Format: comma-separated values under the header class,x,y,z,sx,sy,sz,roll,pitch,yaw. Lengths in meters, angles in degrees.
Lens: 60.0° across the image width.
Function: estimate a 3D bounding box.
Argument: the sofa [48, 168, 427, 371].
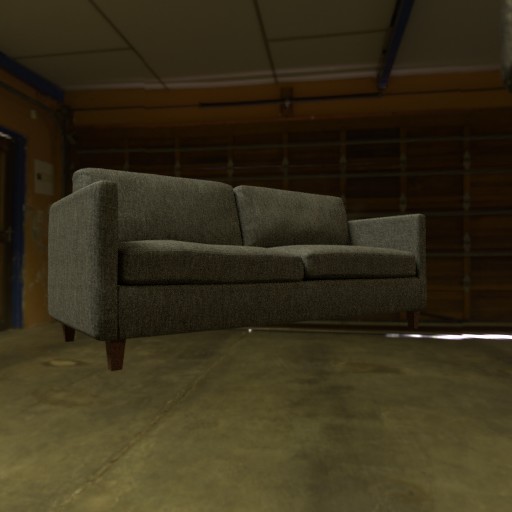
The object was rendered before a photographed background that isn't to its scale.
class,x,y,z,sx,sy,sz,roll,pitch,yaw
sofa,0.000,0.000,2.727,2.208,0.960,0.948,1,-1,-35
